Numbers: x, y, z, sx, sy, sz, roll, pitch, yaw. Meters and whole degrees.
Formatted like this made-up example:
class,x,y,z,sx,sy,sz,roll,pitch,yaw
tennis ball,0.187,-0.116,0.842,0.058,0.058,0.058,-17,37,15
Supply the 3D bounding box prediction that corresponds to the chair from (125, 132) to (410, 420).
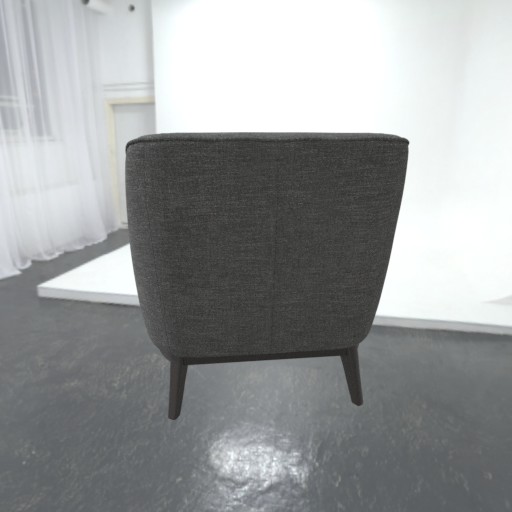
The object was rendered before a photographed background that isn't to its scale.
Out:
class,x,y,z,sx,sy,sz,roll,pitch,yaw
chair,0.000,0.000,1.558,0.870,0.829,0.851,-2,15,-7
